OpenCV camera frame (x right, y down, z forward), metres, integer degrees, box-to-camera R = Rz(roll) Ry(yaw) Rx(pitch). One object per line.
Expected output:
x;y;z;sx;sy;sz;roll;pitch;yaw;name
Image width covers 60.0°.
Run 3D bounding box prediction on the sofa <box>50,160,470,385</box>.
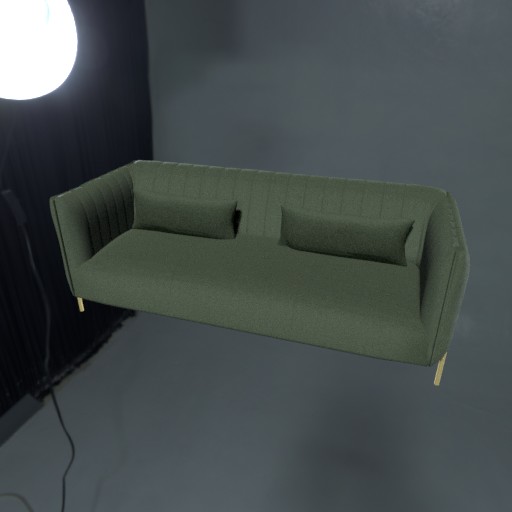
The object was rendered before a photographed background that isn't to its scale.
0.000;0.000;2.578;2.137;0.793;0.896;8;28;16;sofa
